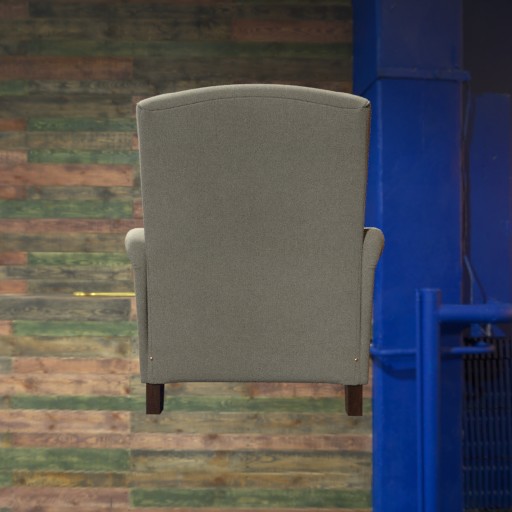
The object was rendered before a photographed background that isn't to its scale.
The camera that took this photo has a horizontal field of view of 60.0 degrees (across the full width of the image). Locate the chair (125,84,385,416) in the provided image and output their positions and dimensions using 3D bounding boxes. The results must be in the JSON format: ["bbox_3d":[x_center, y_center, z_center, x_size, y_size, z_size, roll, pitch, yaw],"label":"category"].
[{"bbox_3d":[0.000,0.000,1.797,0.978,1.061,0.905,0,-1,1],"label":"chair"}]
